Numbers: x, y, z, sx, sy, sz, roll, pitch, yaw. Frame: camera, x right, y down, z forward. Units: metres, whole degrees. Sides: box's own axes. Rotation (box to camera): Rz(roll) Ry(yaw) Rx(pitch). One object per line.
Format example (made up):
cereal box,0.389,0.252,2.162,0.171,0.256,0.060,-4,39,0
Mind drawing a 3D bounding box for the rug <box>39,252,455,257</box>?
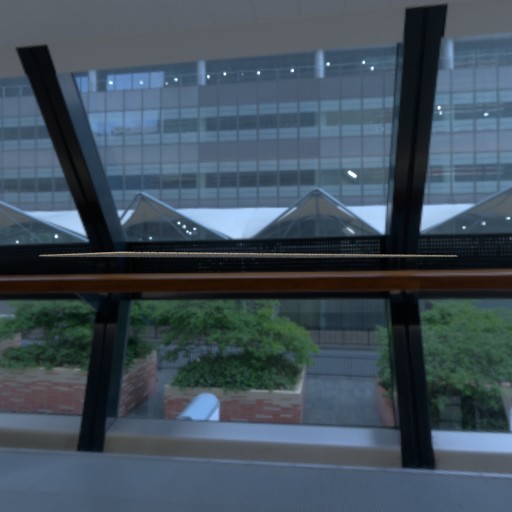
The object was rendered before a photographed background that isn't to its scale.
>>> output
rug,0.000,0.000,3.054,2.448,0.008,1.541,0,-1,-37
